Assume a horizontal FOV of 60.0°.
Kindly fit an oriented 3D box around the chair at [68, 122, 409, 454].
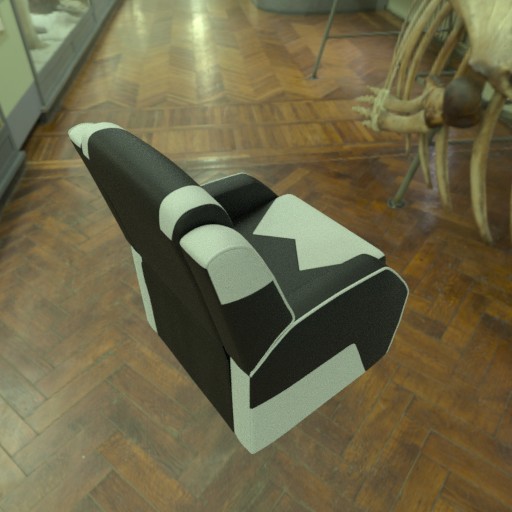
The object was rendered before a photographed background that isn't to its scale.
[{"bbox_3d":[0.000,0.000,1.248,0.672,0.805,0.620,-26,46,-28],"label":"chair"}]
